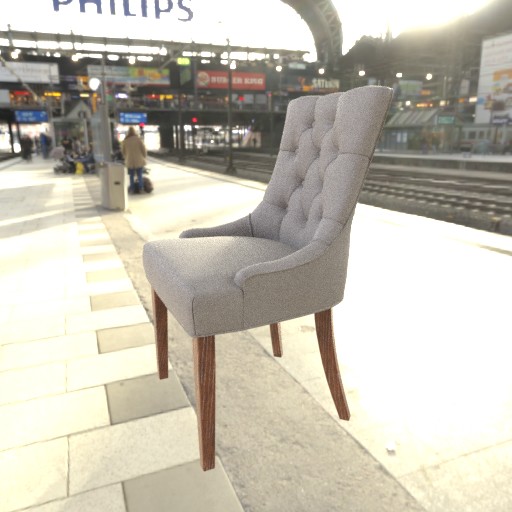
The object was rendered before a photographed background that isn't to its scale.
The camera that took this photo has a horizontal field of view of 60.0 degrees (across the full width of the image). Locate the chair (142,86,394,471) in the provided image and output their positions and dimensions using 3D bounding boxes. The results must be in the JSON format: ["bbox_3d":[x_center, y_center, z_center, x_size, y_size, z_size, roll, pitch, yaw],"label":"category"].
[{"bbox_3d":[0.000,0.000,1.226,0.565,0.874,0.509,-7,16,-24],"label":"chair"}]
